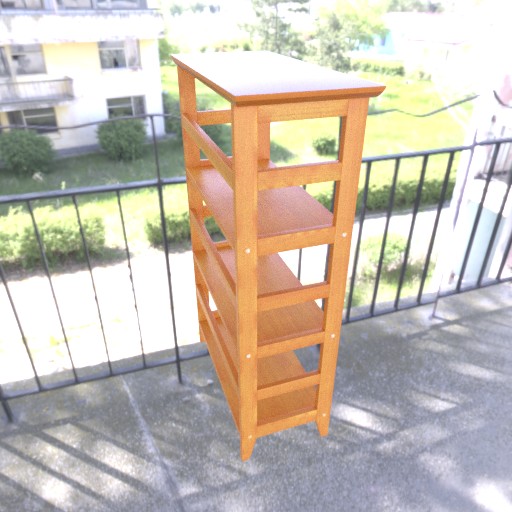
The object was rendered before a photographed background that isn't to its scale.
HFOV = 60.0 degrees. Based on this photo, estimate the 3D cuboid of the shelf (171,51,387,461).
[{"bbox_3d":[0.000,0.000,1.348,0.305,1.067,0.660,-10,32,-16],"label":"shelf"}]
